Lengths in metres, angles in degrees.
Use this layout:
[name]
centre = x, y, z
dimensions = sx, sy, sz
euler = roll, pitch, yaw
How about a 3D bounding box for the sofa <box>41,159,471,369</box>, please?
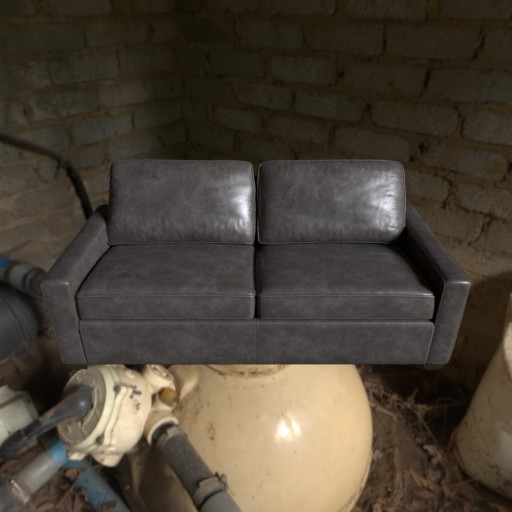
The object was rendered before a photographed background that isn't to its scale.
[sofa]
centre = 0.000, 0.000, 2.551
dimensions = 2.081, 0.916, 0.939
euler = 0, 30, 0
